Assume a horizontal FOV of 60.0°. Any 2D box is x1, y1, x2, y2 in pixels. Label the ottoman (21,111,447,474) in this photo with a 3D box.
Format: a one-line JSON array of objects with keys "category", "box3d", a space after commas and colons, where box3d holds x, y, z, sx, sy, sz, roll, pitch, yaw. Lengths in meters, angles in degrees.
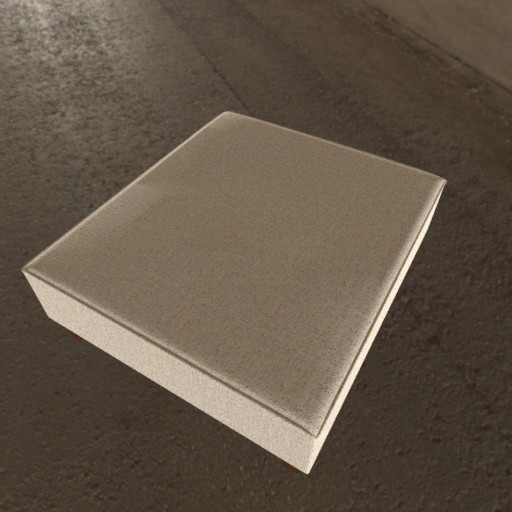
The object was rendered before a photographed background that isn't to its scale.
[{"category": "ottoman", "box3d": [0.000, 0.000, 1.204, 0.736, 0.303, 0.835, 23, 51, 21]}]
